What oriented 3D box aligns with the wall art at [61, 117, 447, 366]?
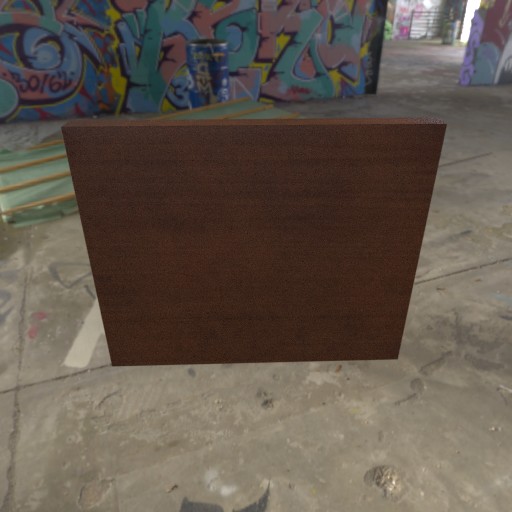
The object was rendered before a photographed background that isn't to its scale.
[{"bbox_3d":[0.000,0.000,0.553,0.401,0.328,0.030,-1,30,-2],"label":"wall art"}]
